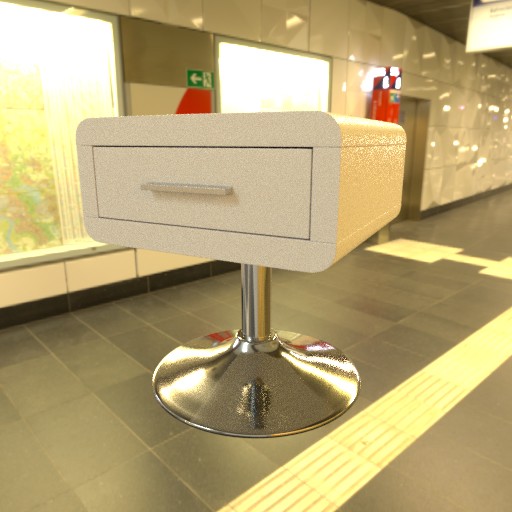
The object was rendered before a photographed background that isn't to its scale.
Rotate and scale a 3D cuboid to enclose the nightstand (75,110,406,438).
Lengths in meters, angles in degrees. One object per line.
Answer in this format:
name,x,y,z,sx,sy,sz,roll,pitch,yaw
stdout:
nightstand,0.000,0.000,0.762,0.399,0.447,0.404,8,16,27
